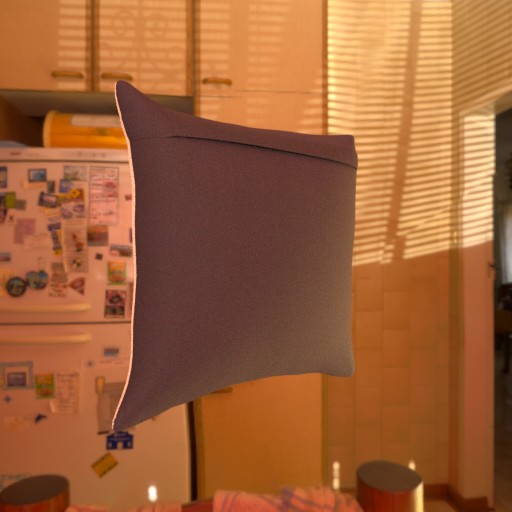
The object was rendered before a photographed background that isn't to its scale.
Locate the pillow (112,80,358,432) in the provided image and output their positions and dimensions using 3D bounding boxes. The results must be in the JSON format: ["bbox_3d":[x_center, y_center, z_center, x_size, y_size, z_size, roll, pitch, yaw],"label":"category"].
[{"bbox_3d":[0.000,0.000,0.629,0.405,0.406,0.173,0,0,-36],"label":"pillow"}]
